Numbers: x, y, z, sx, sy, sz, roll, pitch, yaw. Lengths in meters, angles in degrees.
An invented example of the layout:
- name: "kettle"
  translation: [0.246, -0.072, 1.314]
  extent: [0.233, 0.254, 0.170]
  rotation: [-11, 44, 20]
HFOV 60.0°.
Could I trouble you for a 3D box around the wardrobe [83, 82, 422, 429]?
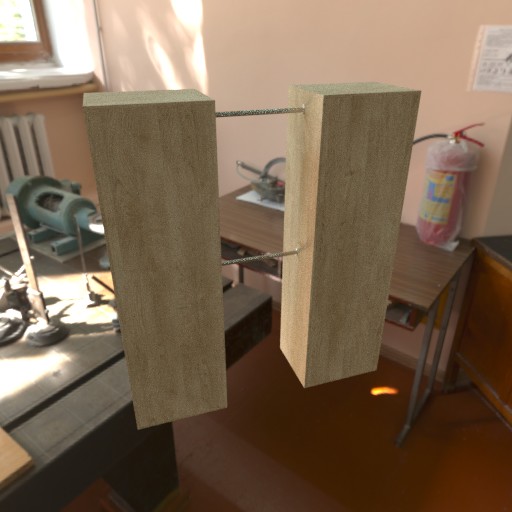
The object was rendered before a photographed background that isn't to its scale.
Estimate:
- name: "wardrobe"
  translation: [0.000, 0.000, 2.859]
  extent: [1.770, 2.000, 0.480]
  rotation: [-9, 28, -16]
